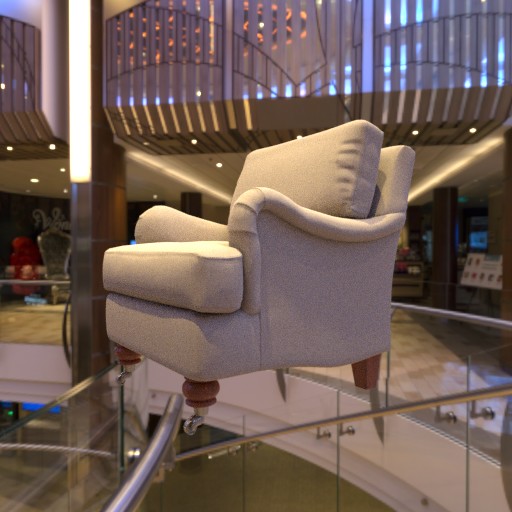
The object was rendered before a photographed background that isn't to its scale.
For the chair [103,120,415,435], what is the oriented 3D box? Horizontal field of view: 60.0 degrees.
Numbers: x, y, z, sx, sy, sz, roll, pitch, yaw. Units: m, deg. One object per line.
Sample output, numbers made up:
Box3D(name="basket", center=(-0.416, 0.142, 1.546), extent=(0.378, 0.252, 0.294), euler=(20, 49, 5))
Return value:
Box3D(name="chair", center=(0.000, 0.000, 1.883), extent=(1.078, 1.076, 0.895), euler=(-1, 1, -37))
